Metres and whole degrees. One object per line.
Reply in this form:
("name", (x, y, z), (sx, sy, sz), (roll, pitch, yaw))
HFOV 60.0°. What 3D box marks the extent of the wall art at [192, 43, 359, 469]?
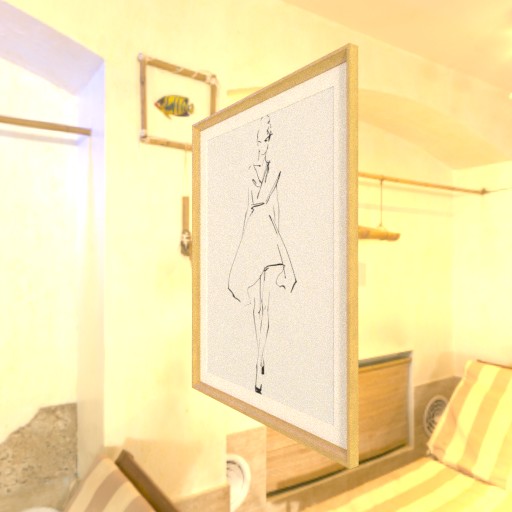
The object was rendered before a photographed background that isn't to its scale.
("wall art", (0.000, 0.000, 1.374), (0.030, 1.002, 0.798), (0, 0, -36))
